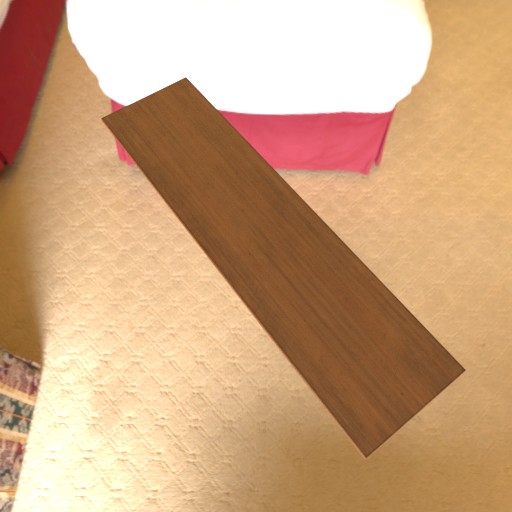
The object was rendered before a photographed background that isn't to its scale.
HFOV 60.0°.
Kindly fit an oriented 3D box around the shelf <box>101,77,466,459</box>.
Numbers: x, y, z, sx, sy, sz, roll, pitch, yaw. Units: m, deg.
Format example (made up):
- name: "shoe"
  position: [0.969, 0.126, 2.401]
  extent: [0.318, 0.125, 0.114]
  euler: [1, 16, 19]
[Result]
- name: "shelf"
  position: [0.000, 0.000, 0.718]
  extent: [0.166, 0.190, 0.636]
  euler: [-33, 67, -16]
